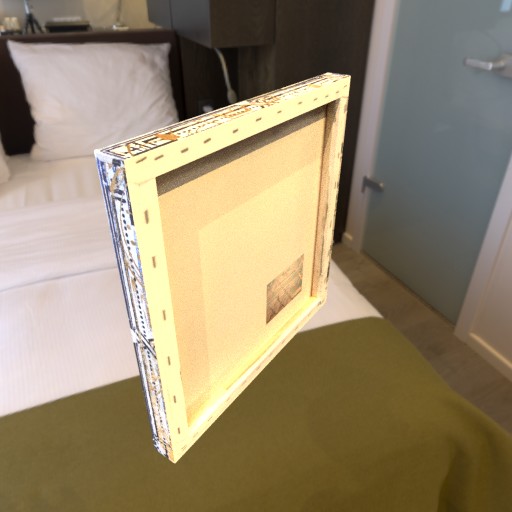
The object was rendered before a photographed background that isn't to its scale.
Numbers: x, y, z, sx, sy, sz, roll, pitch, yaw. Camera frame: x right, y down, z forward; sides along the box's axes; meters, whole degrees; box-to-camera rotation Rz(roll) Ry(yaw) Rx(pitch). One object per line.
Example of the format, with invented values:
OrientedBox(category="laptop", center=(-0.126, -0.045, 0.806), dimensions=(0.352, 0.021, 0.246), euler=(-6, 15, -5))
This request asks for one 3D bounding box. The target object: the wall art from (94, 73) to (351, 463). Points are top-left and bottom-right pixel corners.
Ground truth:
OrientedBox(category="wall art", center=(0.000, 0.000, 0.610), dimensions=(0.038, 0.410, 0.411), euler=(21, 38, 29))
